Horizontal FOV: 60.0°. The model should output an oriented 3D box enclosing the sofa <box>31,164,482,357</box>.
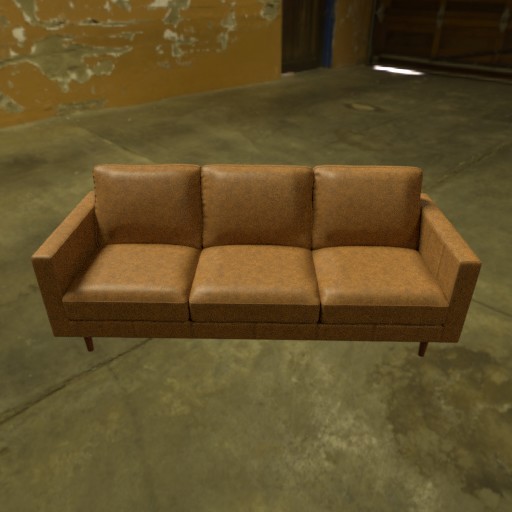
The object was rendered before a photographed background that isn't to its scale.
[{"bbox_3d":[0.000,0.000,2.648,2.231,0.930,0.903,1,30,1],"label":"sofa"}]
